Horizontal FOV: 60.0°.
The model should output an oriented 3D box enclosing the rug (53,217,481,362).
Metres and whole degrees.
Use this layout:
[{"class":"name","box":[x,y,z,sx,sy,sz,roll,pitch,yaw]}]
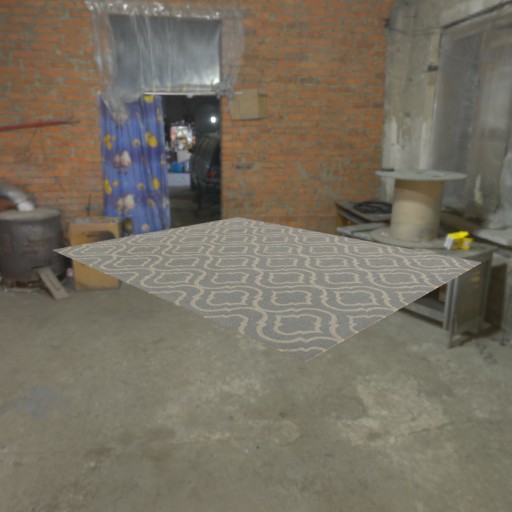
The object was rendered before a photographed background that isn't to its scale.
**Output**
[{"class":"rug","box":[0.000,0.000,3.798,2.892,0.006,2.283,15,21,43]}]
